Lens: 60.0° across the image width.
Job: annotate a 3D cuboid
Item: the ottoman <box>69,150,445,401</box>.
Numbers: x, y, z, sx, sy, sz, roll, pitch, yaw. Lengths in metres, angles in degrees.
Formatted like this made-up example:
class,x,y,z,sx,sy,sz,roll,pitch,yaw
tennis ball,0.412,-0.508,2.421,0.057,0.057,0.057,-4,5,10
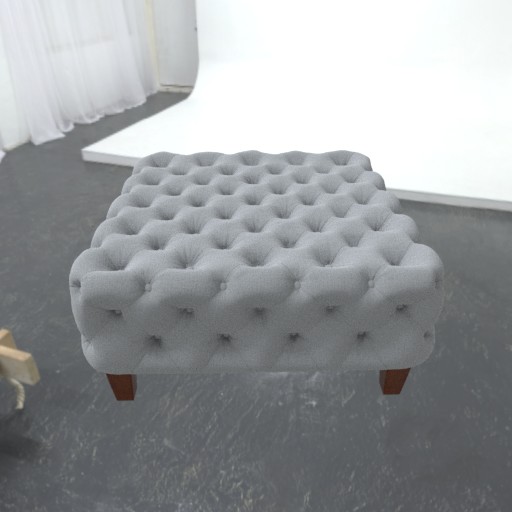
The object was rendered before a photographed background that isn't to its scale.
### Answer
class,x,y,z,sx,sy,sz,roll,pitch,yaw
ottoman,0.000,0.000,1.211,0.758,0.365,0.764,-1,31,-1
